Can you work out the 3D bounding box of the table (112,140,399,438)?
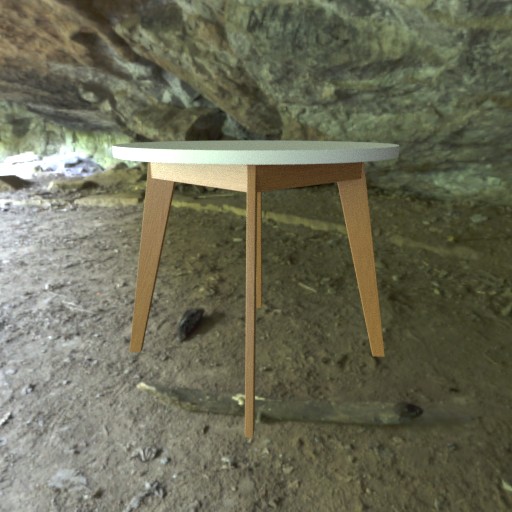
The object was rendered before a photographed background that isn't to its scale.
[{"bbox_3d":[0.000,0.000,1.553,0.896,0.762,0.896,0,16,0],"label":"table"}]
